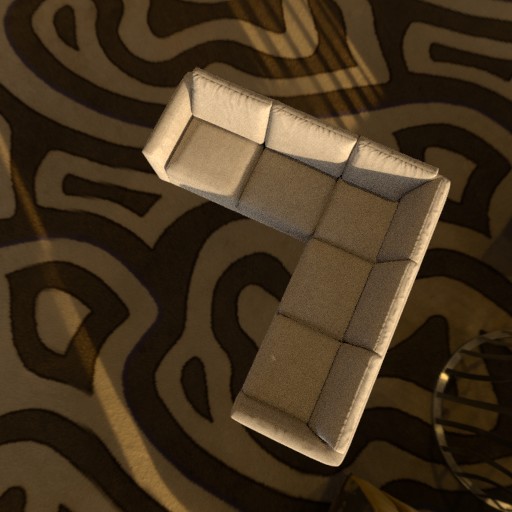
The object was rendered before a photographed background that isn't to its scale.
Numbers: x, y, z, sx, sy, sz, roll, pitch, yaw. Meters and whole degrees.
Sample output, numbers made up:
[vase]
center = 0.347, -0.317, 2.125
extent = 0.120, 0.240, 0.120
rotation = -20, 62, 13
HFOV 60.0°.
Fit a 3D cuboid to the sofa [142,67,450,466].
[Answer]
[sofa]
center = 0.000, 0.000, 3.681
extent = 2.438, 0.864, 2.438
rotation = 24, 79, 5
